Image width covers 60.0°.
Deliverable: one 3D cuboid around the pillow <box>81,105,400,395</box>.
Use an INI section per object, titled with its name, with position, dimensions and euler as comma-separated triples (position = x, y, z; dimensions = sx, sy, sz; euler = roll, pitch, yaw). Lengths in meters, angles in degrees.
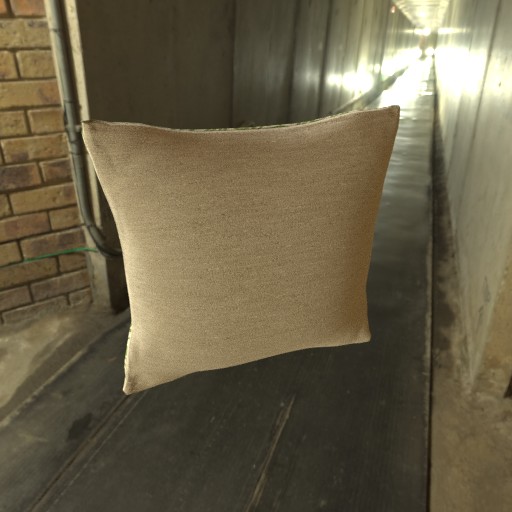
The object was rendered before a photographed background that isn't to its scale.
[pillow]
position = 0.000, 0.000, 0.668
dimensions = 0.440, 0.419, 0.162
euler = -8, 28, -16
